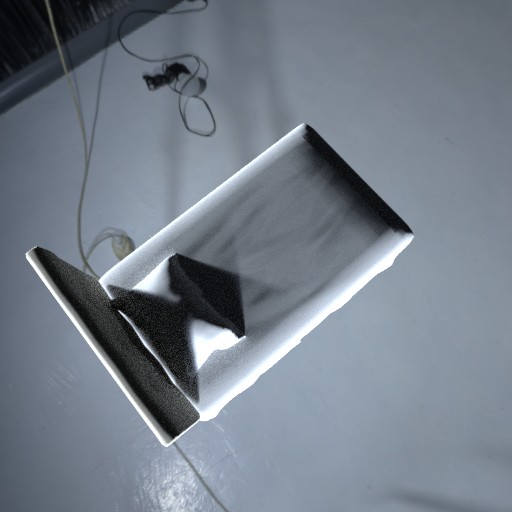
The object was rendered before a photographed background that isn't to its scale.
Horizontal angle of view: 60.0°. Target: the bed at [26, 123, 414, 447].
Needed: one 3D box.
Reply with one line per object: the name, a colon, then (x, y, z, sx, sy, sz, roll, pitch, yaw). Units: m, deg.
bed: (0.000, 0.000, 2.930, 1.997, 1.571, 1.261, -39, 78, -10)
